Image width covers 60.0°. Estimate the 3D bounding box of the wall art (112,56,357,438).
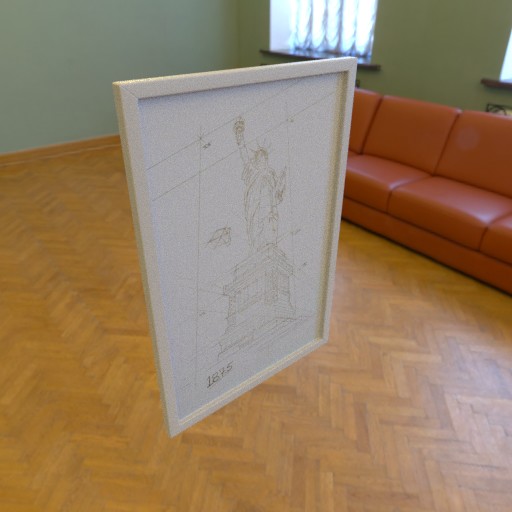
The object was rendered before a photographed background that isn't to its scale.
[{"bbox_3d":[0.000,0.000,1.032,0.556,0.813,0.026,-22,37,-33],"label":"wall art"}]
